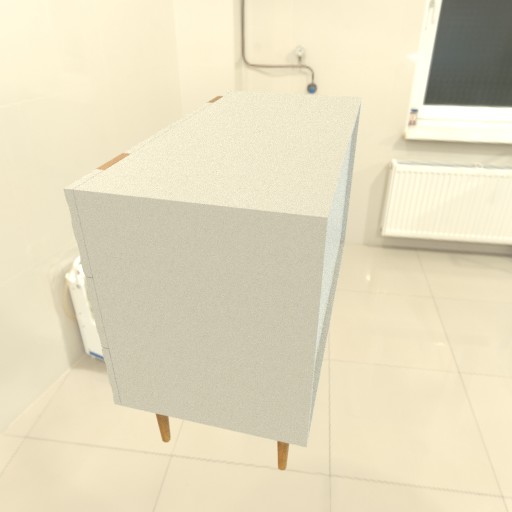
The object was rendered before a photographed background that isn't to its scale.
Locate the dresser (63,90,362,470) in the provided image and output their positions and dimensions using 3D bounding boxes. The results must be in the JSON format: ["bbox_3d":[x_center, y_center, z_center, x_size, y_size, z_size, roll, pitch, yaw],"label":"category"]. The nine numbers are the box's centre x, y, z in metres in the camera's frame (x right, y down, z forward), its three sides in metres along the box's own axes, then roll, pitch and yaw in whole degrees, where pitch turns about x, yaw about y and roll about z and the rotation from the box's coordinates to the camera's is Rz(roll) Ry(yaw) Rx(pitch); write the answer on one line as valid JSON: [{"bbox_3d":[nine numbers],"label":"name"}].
[{"bbox_3d":[0.000,0.000,1.265,0.457,0.721,0.905,8,32,13],"label":"dresser"}]
